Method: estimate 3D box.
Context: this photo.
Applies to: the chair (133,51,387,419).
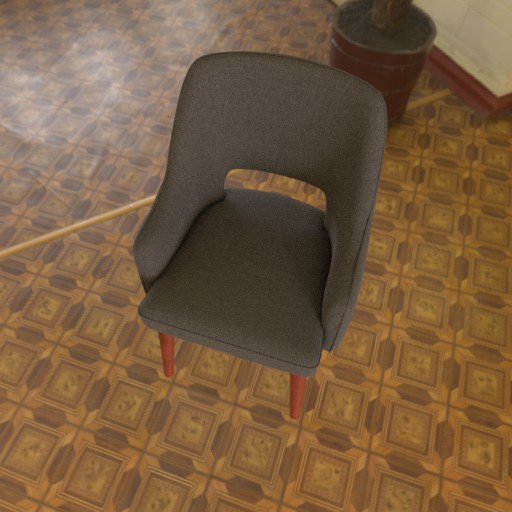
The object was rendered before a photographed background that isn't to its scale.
[{"bbox_3d":[0.000,0.000,1.194,0.559,0.838,0.560,15,59,10],"label":"chair"}]
